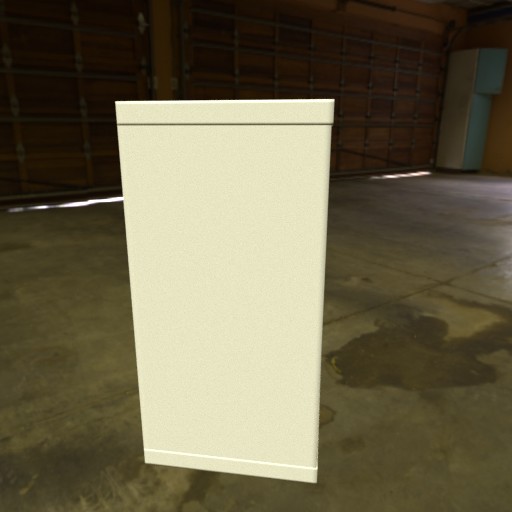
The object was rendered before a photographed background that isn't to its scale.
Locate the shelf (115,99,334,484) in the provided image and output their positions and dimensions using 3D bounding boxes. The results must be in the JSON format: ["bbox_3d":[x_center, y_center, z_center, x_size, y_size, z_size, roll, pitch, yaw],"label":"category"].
[{"bbox_3d":[0.000,0.000,1.255,0.390,0.786,0.790,2,16,9],"label":"shelf"}]
